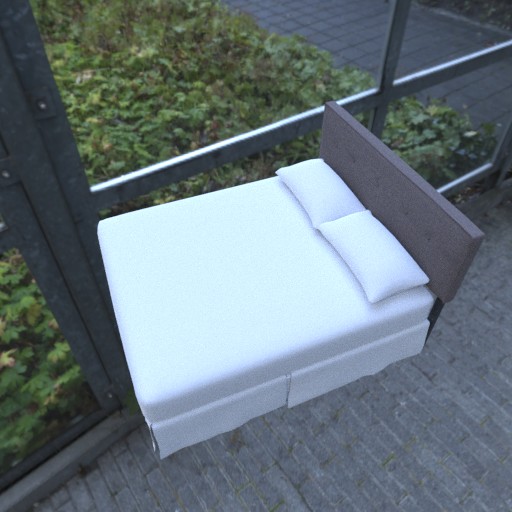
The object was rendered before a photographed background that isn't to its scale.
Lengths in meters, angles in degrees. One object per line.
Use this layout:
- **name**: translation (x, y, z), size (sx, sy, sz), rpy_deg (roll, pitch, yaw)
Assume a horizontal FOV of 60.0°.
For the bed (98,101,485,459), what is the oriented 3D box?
- **bed**: translation (0.000, 0.000, 2.887), size (1.894, 1.089, 1.610), rpy_deg (-16, 48, -15)
